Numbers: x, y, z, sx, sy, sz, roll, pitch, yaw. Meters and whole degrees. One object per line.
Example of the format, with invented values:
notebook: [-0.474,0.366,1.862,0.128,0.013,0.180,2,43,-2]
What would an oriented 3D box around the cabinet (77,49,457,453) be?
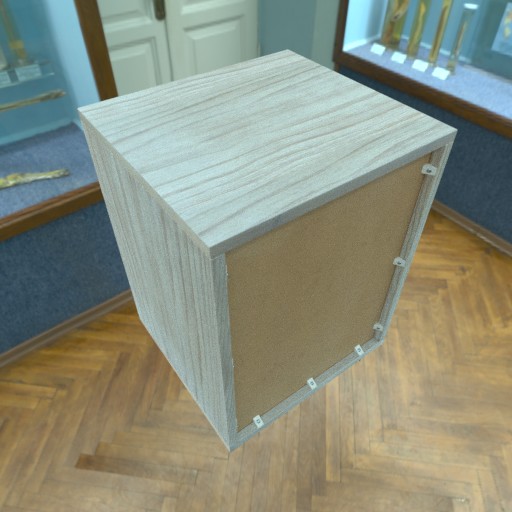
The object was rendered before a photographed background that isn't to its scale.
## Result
cabinet: [0.000,0.000,0.854,0.409,0.579,0.401,-27,51,-25]
